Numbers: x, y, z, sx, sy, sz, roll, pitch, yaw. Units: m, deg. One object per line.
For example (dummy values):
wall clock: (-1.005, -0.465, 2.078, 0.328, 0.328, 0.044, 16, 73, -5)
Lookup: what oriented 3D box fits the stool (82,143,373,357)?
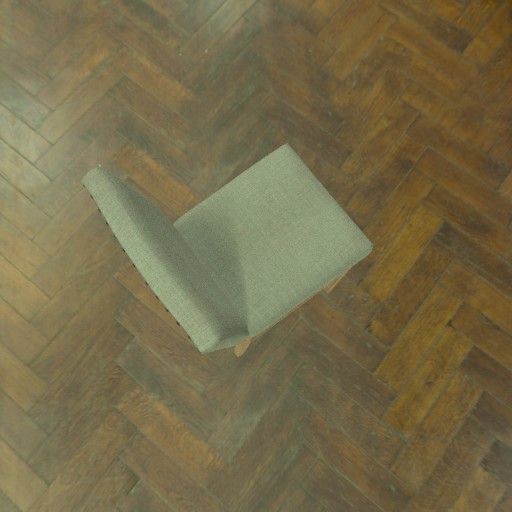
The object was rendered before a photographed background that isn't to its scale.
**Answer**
stool: (0.000, 0.000, 1.464, 0.585, 1.203, 0.445, -36, 78, -9)
